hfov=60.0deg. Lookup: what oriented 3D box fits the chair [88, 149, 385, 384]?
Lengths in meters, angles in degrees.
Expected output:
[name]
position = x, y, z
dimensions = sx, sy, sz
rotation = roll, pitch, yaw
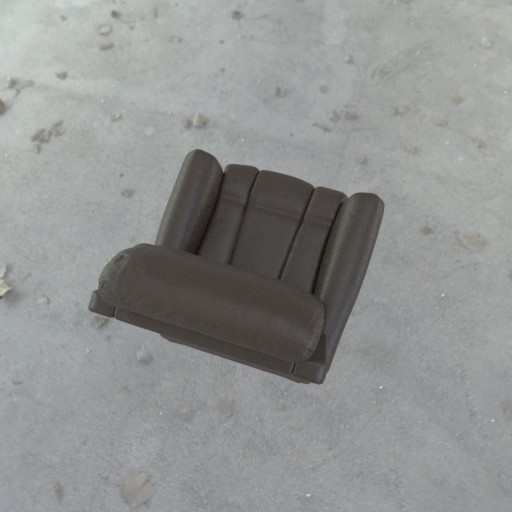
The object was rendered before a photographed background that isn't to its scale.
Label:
[chair]
position = 0.000, 0.000, 1.717
dimensions = 0.869, 1.028, 0.978
rotation = 16, 63, 8
